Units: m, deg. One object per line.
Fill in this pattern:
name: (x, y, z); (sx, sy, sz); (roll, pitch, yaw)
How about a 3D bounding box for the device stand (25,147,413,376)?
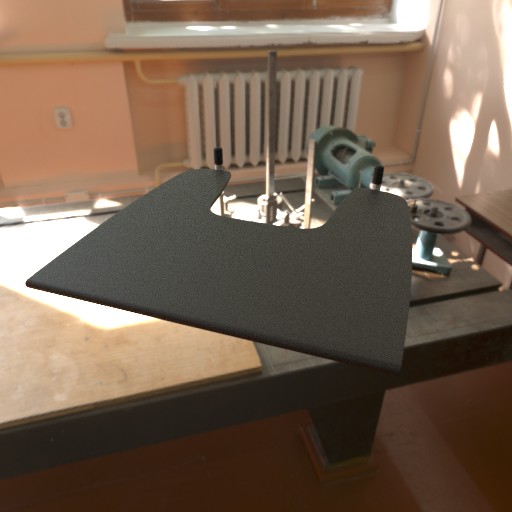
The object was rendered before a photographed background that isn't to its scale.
device stand: (0.000, 0.000, 0.351); (0.230, 0.092, 0.230); (10, 33, 16)
